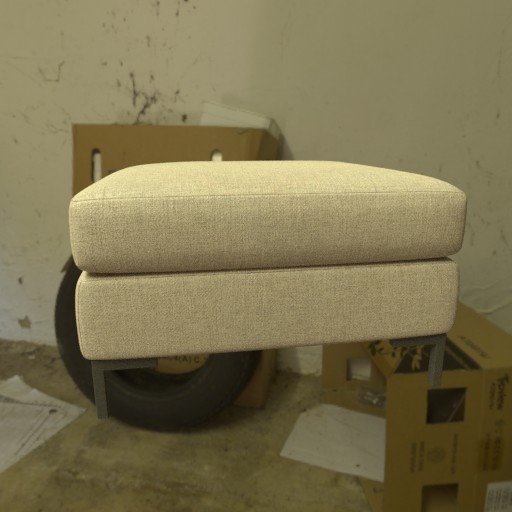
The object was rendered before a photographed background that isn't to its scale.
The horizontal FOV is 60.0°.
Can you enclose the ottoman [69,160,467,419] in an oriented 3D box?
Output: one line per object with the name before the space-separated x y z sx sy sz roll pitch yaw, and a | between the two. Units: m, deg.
ottoman | 0.000 0.000 1.199 0.820 0.490 0.671 -2 15 -9
